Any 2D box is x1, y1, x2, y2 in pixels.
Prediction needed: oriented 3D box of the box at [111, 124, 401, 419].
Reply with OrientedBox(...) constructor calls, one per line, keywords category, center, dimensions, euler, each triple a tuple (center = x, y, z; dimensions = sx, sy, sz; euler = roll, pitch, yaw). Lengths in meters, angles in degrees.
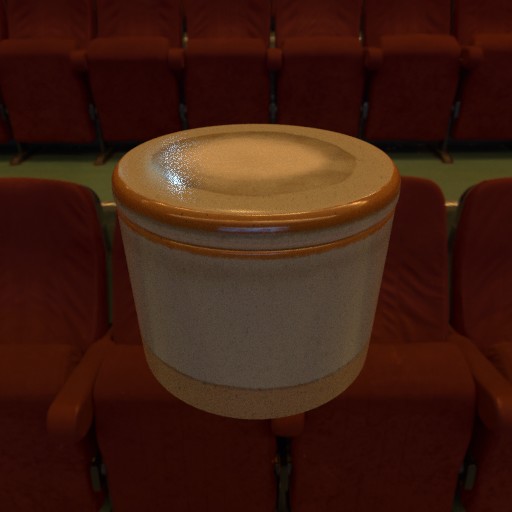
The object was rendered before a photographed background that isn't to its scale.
OrientedBox(category="box", center=(0.000, 0.000, 0.218), dimensions=(0.123, 0.100, 0.123), euler=(0, 31, 0))
